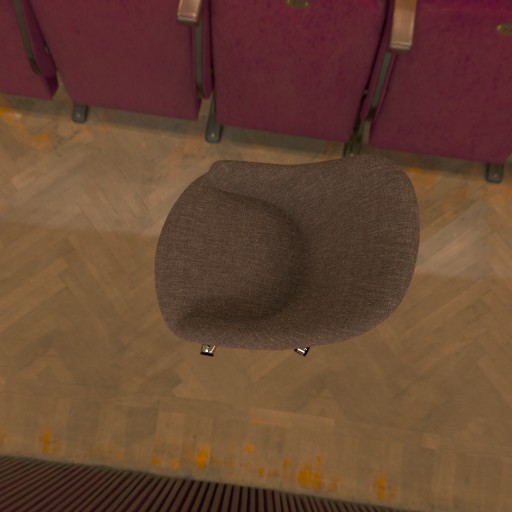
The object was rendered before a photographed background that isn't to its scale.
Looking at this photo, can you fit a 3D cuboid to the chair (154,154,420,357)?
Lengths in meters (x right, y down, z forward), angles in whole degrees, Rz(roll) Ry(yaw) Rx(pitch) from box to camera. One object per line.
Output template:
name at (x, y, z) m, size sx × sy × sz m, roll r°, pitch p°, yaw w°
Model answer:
chair at (0.000, 0.000, 1.411) m, size 0.712 × 0.950 × 0.671 m, roll 9°, pitch 77°, yaw 2°
